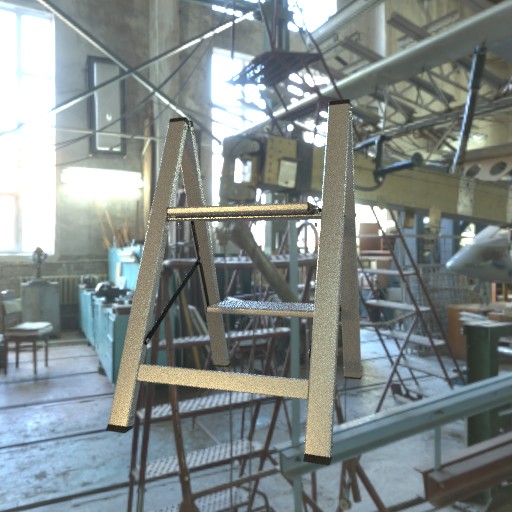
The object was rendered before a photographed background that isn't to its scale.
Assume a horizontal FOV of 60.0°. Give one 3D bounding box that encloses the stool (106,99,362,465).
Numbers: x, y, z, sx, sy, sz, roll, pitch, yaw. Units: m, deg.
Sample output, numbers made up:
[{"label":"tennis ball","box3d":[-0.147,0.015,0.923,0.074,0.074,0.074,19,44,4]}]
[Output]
[{"label":"stool","box3d":[0.000,0.000,1.034,0.440,0.670,0.535,0,1,19]}]
